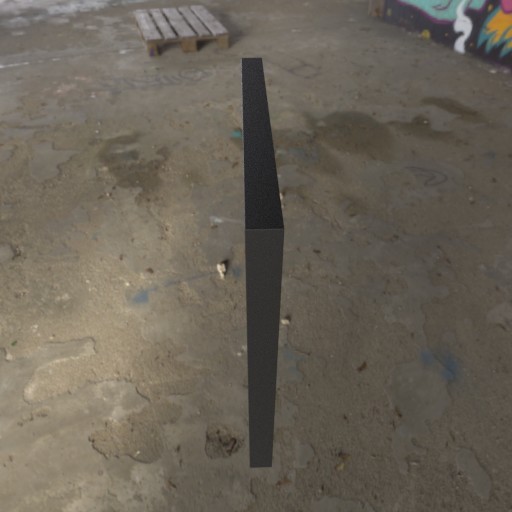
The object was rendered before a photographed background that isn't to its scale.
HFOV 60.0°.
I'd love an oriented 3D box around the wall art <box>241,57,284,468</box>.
[{"bbox_3d":[0.000,0.000,0.773,0.037,0.506,0.506,-1,41,-1],"label":"wall art"}]
